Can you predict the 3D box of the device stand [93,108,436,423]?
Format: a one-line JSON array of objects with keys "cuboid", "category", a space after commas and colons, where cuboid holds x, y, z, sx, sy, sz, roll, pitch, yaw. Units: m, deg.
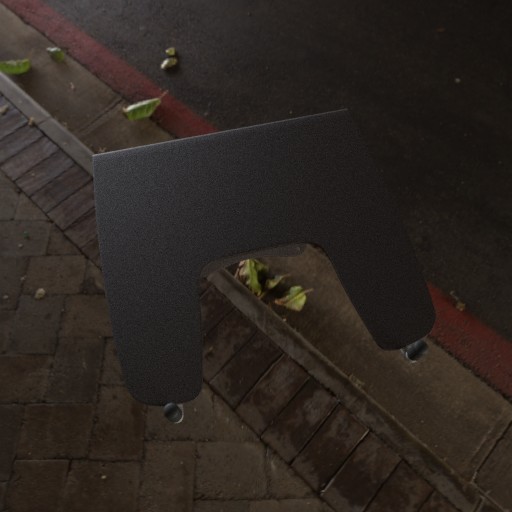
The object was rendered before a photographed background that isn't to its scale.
[{"cuboid": [0.000, 0.000, 0.355, 0.230, 0.092, 0.230, -12, 62, -7], "category": "device stand"}]
